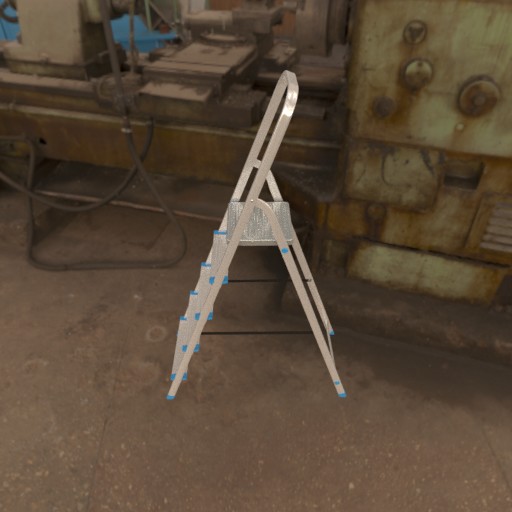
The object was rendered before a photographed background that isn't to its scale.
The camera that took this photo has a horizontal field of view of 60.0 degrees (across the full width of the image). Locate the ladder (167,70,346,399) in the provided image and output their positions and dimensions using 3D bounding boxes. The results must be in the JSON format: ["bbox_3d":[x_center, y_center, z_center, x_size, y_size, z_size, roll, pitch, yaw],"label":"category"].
[{"bbox_3d":[0.000,0.000,2.094,0.990,1.648,0.468,-1,40,-1],"label":"ladder"}]
